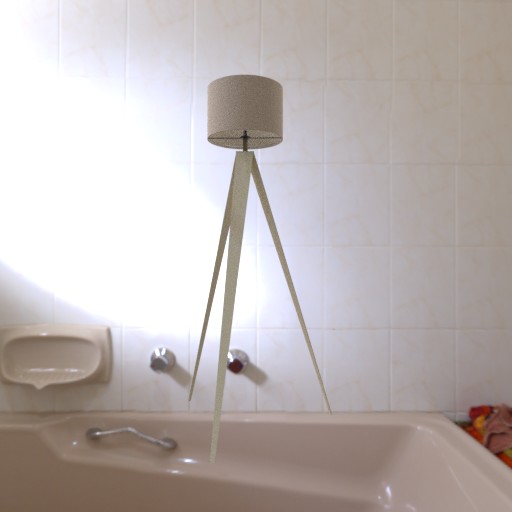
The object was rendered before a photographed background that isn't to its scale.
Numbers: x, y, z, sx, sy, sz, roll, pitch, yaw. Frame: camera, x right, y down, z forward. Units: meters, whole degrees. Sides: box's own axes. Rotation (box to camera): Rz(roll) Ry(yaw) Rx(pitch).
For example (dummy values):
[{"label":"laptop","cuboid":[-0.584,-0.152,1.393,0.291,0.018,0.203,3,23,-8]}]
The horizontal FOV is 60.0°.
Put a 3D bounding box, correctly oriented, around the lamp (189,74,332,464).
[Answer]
[{"label":"lamp","cuboid":[0.000,0.000,1.977,0.724,1.524,0.716,0,0,1]}]
